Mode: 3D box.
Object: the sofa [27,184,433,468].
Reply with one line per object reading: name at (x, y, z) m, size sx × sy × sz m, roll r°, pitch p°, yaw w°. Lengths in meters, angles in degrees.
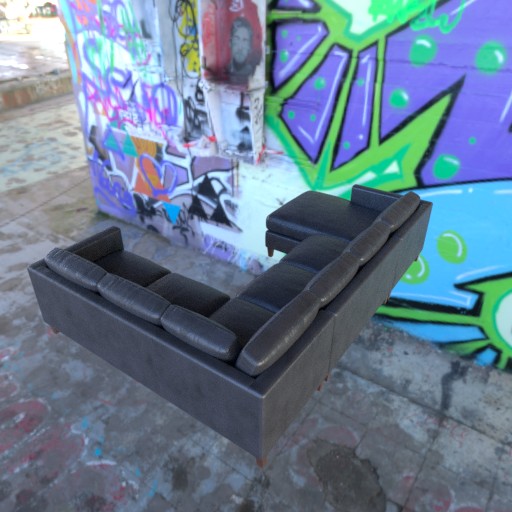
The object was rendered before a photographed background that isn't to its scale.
sofa at (0.000, 0.000, 4.472) m, size 2.452 × 0.891 × 3.324 m, roll 20°, pitch 37°, yaw 29°
